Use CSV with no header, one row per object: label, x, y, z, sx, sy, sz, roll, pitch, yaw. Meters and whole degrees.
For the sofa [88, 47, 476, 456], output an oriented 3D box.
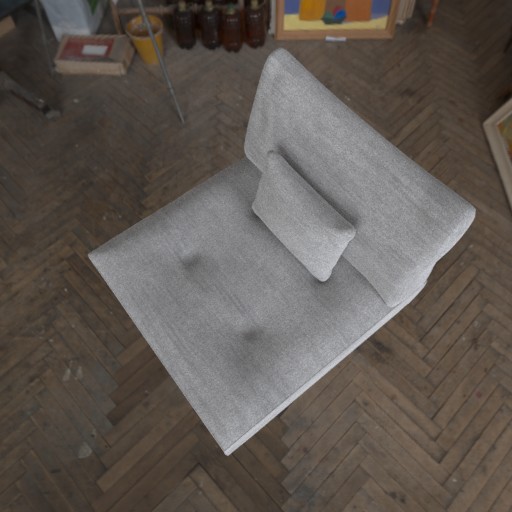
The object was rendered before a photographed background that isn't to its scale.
sofa,0.000,0.000,1.666,1.000,0.820,0.930,-35,68,-16
